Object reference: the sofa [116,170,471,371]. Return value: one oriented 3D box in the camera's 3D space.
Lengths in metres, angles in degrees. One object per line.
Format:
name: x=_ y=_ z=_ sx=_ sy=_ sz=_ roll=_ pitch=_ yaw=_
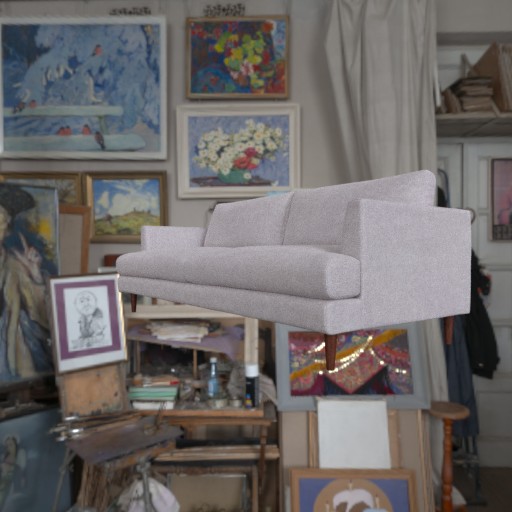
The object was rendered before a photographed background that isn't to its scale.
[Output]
sofa: x=0.000 y=0.000 z=2.787 sx=1.020 sy=0.868 sz=2.250 roll=0 pitch=1 yaw=-36
